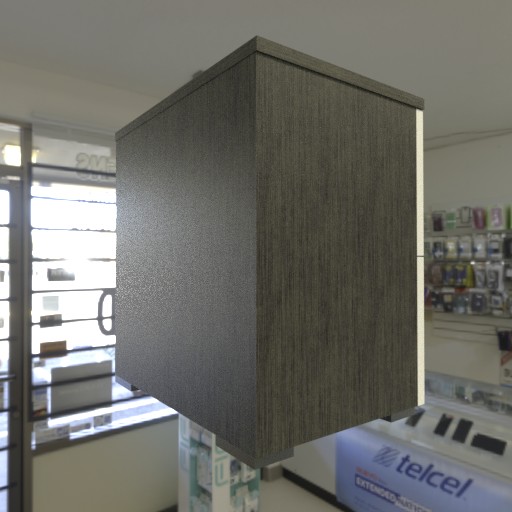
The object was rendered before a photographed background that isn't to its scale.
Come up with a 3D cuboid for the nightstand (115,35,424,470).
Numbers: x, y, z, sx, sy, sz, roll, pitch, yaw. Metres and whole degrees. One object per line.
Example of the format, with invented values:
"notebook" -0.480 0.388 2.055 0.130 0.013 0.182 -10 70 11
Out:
"nightstand" 0.000 0.000 0.741 0.325 0.460 0.441 1 -1 -37
